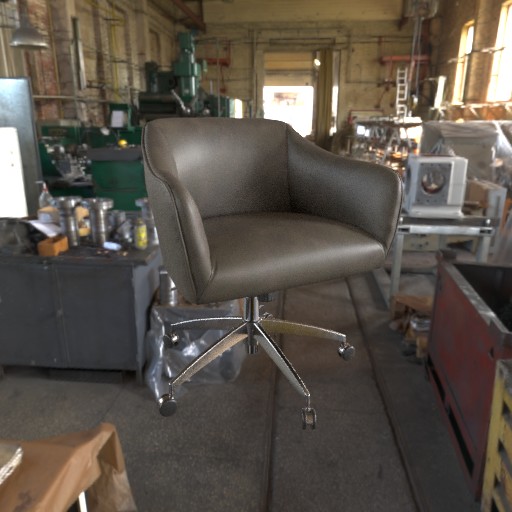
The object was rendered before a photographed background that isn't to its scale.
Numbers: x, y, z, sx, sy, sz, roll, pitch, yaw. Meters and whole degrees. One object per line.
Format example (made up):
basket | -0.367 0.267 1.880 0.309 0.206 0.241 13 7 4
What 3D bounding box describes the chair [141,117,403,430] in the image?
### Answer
chair | 0.000 0.000 1.377 0.713 0.827 0.689 -9 19 -27
